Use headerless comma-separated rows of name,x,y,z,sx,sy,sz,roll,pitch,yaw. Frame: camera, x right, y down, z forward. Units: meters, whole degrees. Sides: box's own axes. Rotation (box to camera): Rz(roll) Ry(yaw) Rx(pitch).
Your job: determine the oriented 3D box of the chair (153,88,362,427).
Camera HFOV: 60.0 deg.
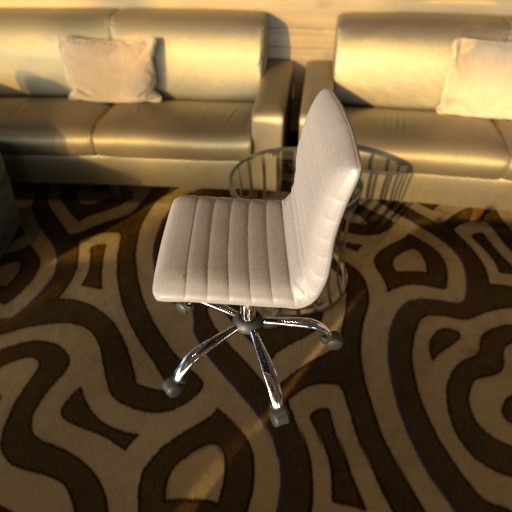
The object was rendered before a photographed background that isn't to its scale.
chair,0.000,0.000,1.157,0.542,0.750,0.569,-1,41,-1
